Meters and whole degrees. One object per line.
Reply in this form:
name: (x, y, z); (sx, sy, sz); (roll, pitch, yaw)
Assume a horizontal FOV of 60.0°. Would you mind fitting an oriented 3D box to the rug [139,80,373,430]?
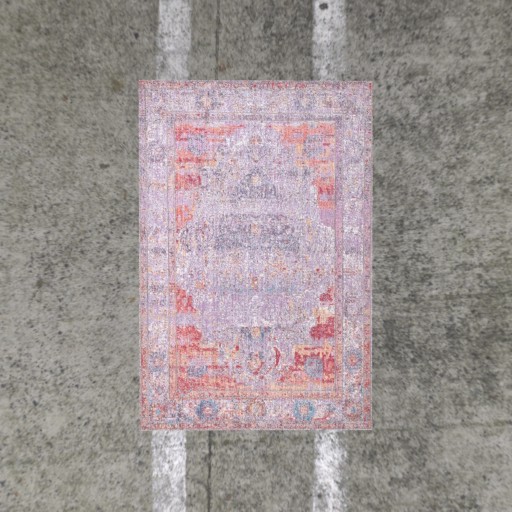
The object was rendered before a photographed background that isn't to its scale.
rug: (0.000, 0.000, 2.318); (1.219, 0.005, 1.829); (0, 91, -1)
